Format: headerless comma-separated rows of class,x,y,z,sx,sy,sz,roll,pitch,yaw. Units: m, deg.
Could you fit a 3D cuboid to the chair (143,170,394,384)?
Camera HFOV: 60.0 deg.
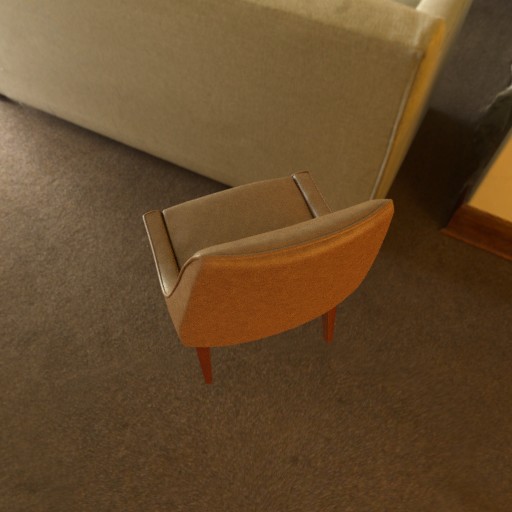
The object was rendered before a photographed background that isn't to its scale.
chair,0.000,0.000,1.202,0.529,0.861,0.544,-17,60,-10
